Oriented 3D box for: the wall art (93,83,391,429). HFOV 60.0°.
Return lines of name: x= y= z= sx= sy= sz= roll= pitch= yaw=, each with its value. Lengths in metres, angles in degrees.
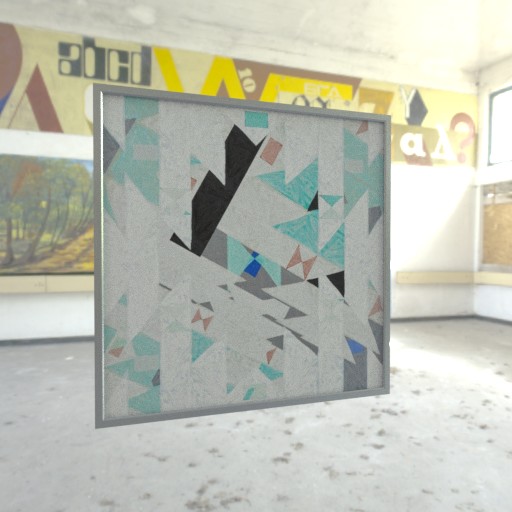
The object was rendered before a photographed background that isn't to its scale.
wall art: x=0.000 y=0.000 z=1.176 sx=0.806 sy=0.806 sz=0.038 roll=0 pitch=1 yaw=-18
